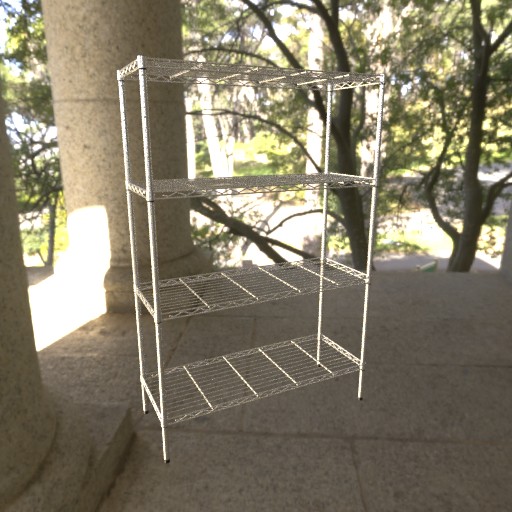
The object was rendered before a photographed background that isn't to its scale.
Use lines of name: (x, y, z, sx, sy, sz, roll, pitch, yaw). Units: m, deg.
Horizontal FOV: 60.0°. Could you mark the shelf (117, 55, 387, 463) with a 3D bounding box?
shelf: (0.000, 0.000, 1.760, 0.907, 1.360, 0.352, -7, 17, -25)
